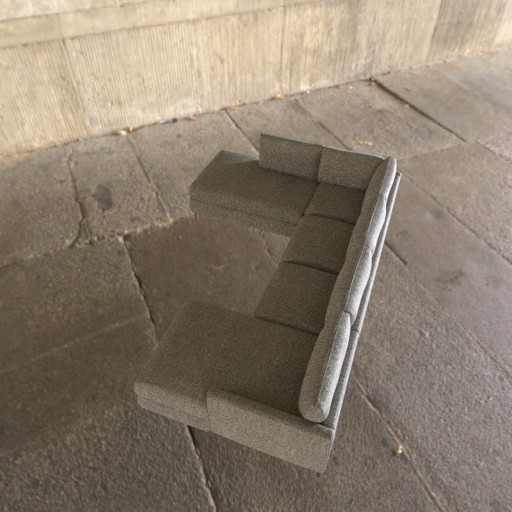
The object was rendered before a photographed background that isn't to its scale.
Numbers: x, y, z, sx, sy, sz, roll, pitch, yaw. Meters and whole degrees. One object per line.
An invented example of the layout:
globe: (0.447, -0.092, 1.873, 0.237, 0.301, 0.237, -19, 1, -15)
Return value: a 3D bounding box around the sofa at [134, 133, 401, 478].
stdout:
sofa: (0.000, 0.000, 3.569, 1.879, 0.756, 2.737, 15, 46, 15)
